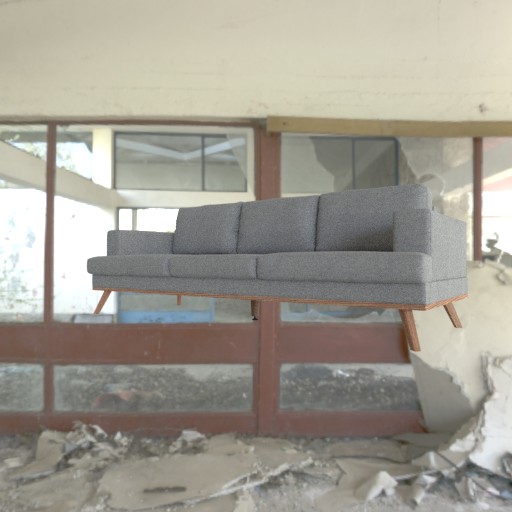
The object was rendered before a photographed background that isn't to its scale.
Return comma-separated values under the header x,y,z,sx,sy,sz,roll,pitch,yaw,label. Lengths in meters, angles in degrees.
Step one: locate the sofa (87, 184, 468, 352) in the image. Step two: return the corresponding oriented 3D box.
x,y,z,sx,sy,sz,roll,pitch,yaw,label
0.000,0.000,2.807,2.310,0.810,0.920,-1,-1,36,sofa
